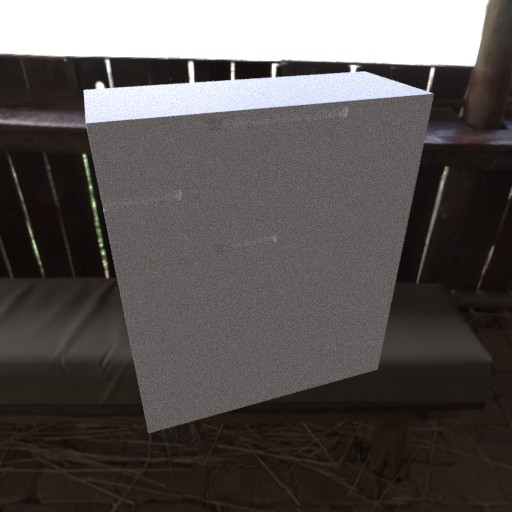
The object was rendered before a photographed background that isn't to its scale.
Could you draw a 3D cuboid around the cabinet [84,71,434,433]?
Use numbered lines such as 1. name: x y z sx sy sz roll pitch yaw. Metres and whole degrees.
1. cabinet: 0.000 0.000 1.677 1.000 1.190 0.400 -10 33 -16
